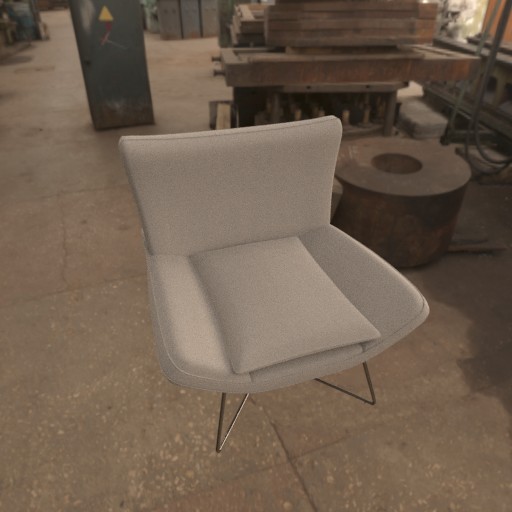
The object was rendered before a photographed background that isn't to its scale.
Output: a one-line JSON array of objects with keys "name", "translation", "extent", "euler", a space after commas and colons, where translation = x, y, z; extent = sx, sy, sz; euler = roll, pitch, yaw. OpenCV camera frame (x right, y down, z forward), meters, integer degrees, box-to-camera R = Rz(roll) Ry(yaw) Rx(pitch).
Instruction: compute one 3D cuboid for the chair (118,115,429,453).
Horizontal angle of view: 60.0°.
[{"name": "chair", "translation": [0.000, 0.000, 1.669], "extent": [0.859, 0.855, 1.008], "euler": [-11, 34, -16]}]
